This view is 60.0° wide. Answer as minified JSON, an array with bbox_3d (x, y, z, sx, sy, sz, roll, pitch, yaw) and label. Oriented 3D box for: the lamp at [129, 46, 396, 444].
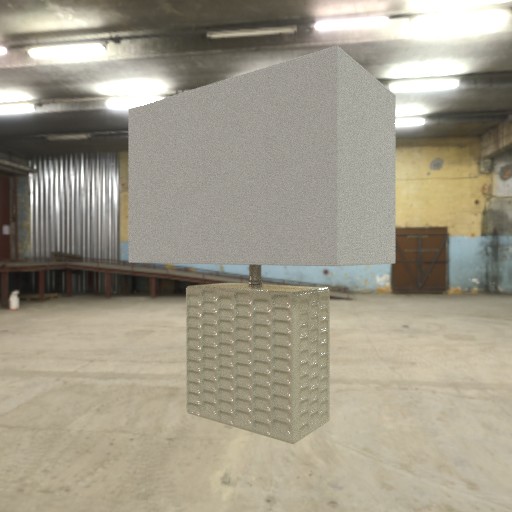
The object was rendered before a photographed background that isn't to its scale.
[{"bbox_3d":[0.000,0.000,0.705,0.380,0.515,0.200,0,0,36],"label":"lamp"}]
